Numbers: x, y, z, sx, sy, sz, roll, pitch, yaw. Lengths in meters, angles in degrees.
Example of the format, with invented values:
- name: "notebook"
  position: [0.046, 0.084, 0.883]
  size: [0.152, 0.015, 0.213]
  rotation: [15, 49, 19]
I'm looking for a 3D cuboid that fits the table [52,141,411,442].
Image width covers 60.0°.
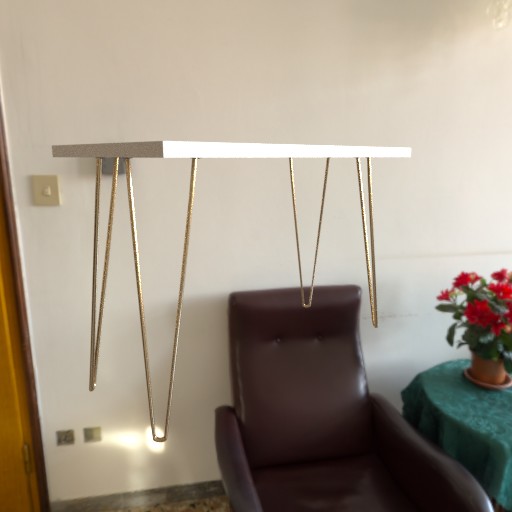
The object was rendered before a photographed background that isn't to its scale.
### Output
- name: "table"
  position: [0.000, 0.000, 1.381]
  size: [0.498, 0.660, 0.991]
  rotation: [12, 17, 43]
